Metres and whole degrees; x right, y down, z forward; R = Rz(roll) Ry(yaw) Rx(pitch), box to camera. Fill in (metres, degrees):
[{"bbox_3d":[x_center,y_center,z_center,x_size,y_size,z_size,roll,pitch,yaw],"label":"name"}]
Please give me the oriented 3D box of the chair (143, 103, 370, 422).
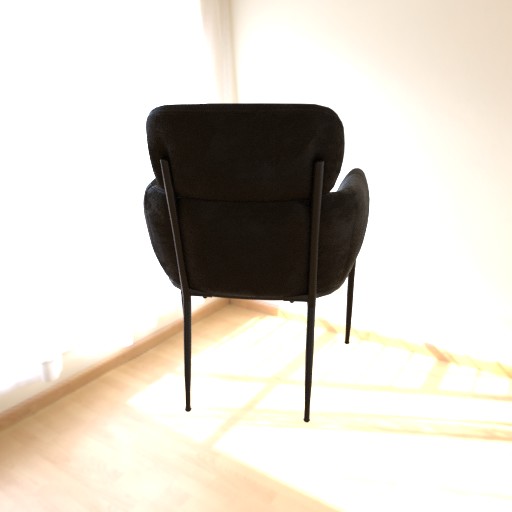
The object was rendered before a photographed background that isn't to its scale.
[{"bbox_3d":[0.000,0.000,1.282,0.640,0.818,0.604,2,17,8],"label":"chair"}]
